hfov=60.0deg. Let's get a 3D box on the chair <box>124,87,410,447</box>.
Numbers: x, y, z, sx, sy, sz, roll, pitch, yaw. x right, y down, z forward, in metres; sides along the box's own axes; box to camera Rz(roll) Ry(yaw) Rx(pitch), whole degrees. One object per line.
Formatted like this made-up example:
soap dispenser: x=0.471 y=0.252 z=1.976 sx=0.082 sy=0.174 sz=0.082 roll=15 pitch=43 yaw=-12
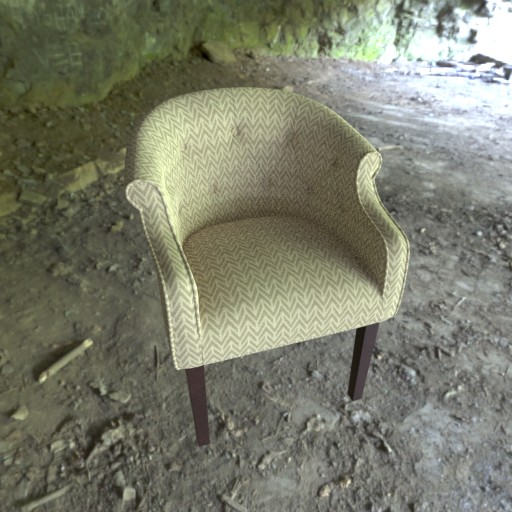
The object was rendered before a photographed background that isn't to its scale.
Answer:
chair: x=0.000 y=0.000 z=1.313 sx=0.686 sy=0.858 sz=0.613 roll=-10 pitch=33 yaw=-16
